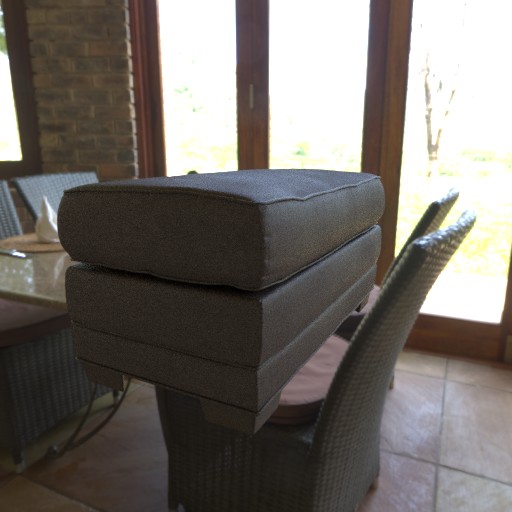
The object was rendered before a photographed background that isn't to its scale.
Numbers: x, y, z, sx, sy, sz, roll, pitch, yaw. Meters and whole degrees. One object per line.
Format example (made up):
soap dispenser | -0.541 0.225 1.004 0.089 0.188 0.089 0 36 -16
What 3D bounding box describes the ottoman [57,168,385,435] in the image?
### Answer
ottoman | 0.000 0.000 1.177 0.490 0.448 0.864 7 15 27
